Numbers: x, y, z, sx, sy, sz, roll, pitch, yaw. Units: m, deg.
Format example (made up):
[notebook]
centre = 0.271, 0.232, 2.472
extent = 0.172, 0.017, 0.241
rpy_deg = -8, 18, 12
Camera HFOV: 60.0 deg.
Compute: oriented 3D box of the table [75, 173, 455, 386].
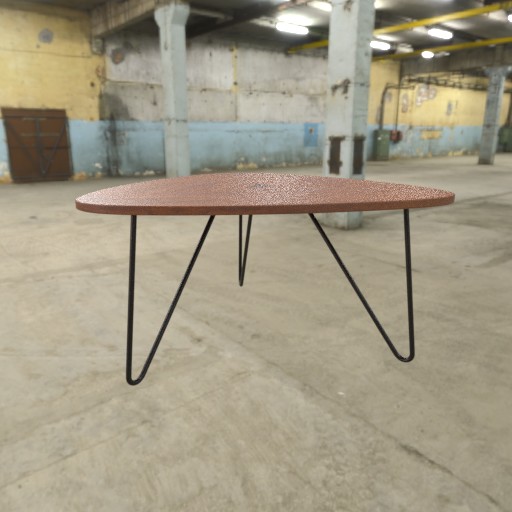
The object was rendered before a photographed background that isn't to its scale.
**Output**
[table]
centre = 0.000, 0.000, 1.266
extent = 0.833, 0.413, 0.821
rpy_deg = -2, 15, -9
